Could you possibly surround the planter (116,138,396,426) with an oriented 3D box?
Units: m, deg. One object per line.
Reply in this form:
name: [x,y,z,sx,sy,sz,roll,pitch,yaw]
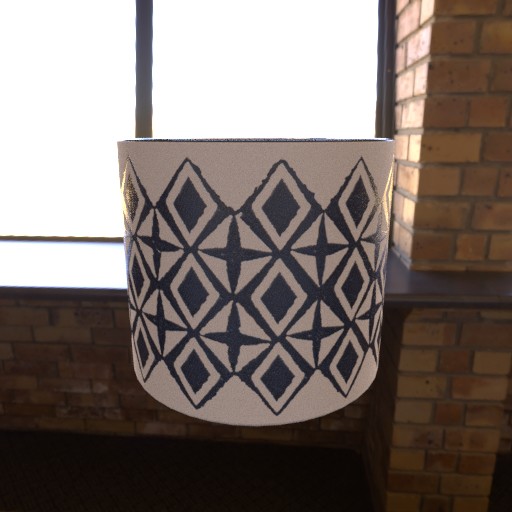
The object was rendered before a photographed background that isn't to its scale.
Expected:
planter: [0.000,0.000,0.321,0.182,0.165,0.182,0,15,0]
